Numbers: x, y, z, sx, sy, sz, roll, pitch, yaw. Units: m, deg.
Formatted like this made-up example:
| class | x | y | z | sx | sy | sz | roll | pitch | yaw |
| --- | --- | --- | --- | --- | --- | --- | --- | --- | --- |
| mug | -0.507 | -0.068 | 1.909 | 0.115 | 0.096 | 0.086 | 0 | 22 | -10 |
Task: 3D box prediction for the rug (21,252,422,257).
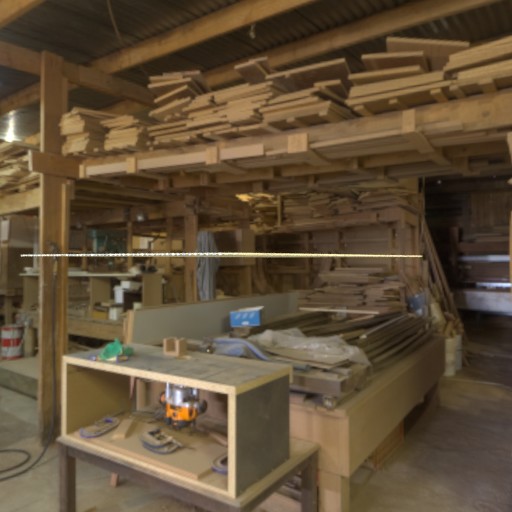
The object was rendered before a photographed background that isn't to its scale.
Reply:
| class | x | y | z | sx | sy | sz | roll | pitch | yaw |
| --- | --- | --- | --- | --- | --- | --- | --- | --- | --- |
| rug | 0.000 | 0.000 | 3.041 | 1.524 | 0.010 | 2.438 | 0 | 0 | 37 |
